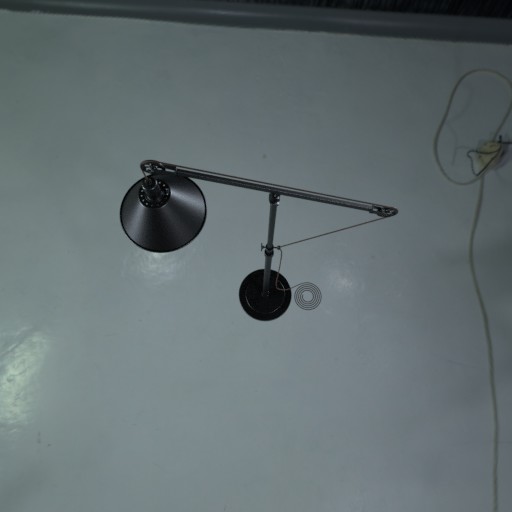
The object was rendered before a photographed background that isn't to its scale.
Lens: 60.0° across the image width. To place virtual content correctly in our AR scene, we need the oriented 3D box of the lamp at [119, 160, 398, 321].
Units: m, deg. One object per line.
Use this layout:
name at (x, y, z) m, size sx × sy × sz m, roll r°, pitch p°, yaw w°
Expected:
lamp at (0.000, 0.000, 1.921) m, size 0.904 × 1.626 × 0.319 m, roll 2°, pitch 73°, yaw 1°
